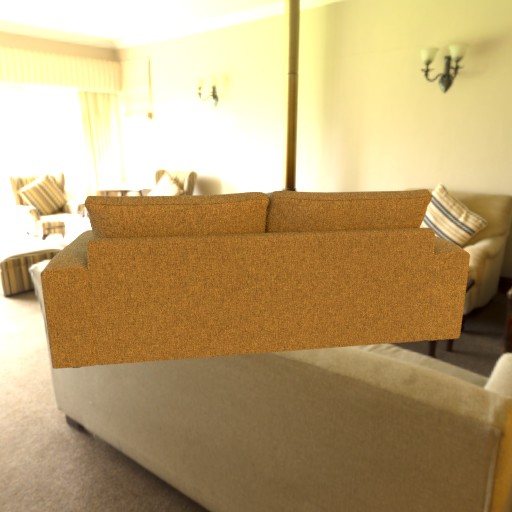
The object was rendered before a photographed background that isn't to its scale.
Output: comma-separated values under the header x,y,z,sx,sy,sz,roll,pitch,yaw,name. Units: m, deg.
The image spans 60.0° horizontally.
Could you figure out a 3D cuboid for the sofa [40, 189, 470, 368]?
x,y,z,sx,sy,sz,roll,pitch,yaw,name
0.000,0.000,2.850,2.299,0.922,1.040,-2,15,-9,sofa
